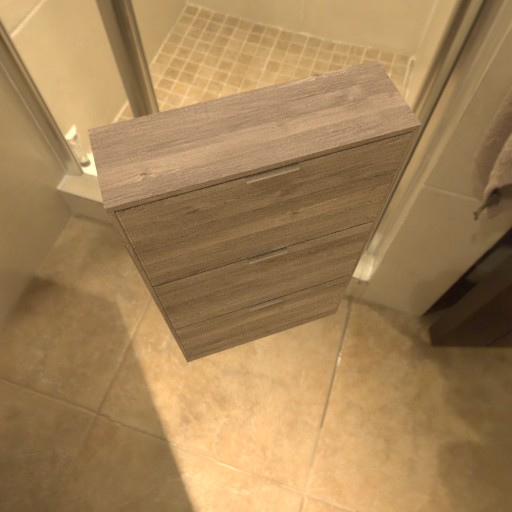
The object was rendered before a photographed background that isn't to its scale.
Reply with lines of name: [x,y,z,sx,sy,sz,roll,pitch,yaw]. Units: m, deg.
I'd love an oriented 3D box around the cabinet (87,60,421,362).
cabinet: [0.000,0.000,1.606,0.750,1.280,0.250,-17,64,-9]
